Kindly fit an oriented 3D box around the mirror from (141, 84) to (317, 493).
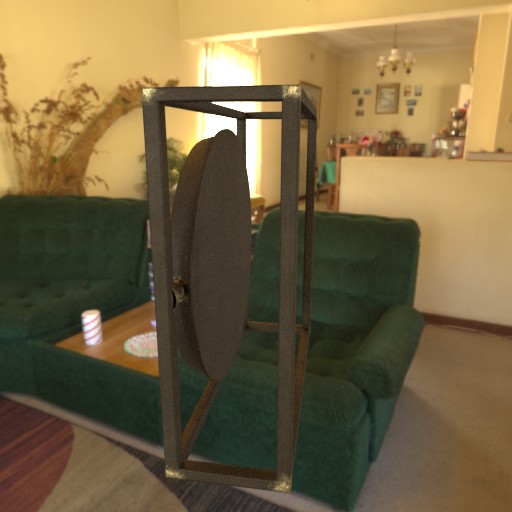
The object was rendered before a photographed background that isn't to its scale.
[{"bbox_3d":[0.000,0.000,0.465,0.107,0.303,0.306,3,15,9],"label":"mirror"}]
